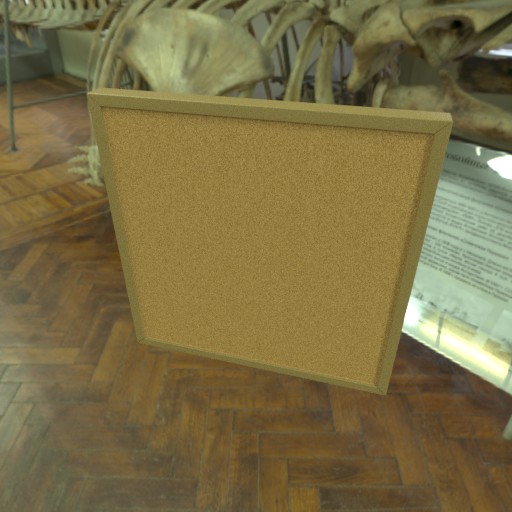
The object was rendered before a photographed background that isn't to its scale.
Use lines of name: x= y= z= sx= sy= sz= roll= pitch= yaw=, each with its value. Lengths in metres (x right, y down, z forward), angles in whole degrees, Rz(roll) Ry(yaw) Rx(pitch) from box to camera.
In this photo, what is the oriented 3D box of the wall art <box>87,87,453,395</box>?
wall art: x=0.000 y=0.000 z=0.752 sx=0.509 sy=0.509 sz=0.036 roll=9 pitch=35 yaw=13
